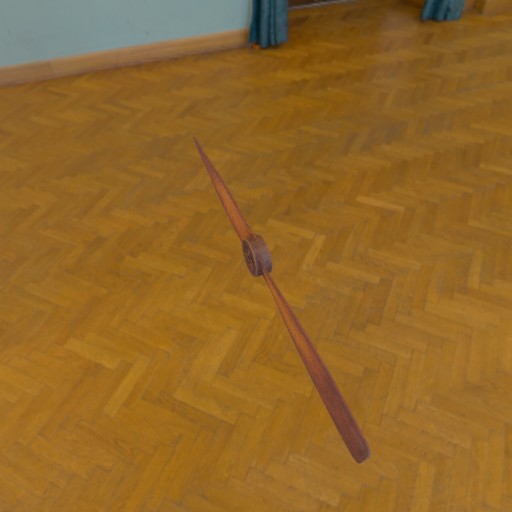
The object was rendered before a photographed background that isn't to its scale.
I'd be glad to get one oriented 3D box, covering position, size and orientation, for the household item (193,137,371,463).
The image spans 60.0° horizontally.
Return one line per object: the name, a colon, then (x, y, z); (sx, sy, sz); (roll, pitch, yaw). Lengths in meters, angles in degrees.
household item: (0.000, 0.000, 1.255); (0.051, 0.121, 1.181); (-17, 51, -14)
